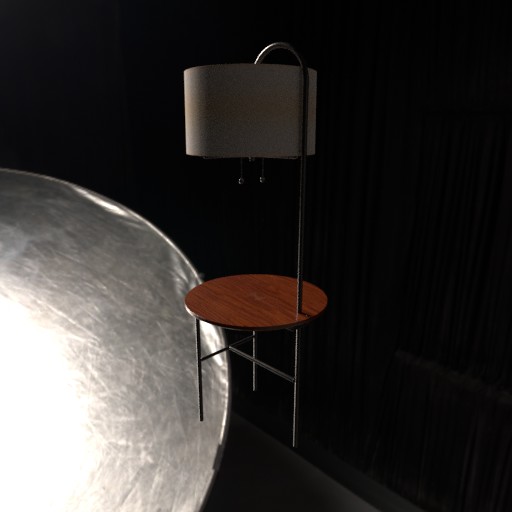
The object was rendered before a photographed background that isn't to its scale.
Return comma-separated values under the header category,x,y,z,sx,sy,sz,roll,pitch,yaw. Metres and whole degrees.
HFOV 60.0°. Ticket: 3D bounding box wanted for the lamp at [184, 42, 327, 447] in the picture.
category,x,y,z,sx,sy,sz,roll,pitch,yaw
lamp,0.000,0.000,1.751,0.573,1.517,0.573,0,16,0
